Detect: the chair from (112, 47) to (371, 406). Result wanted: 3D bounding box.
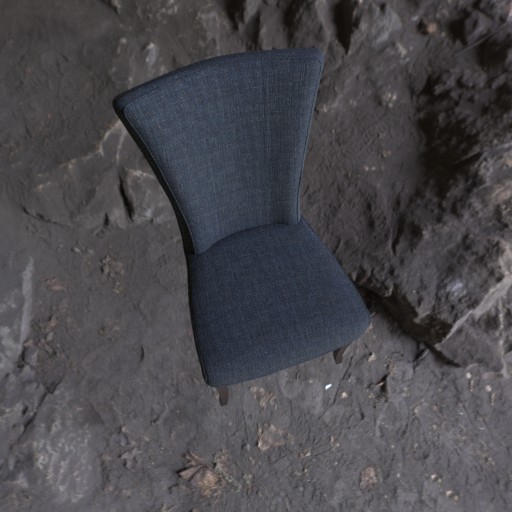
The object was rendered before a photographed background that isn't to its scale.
[{"bbox_3d":[0.000,0.000,1.362,0.520,0.991,0.660,-17,64,-9],"label":"chair"}]
